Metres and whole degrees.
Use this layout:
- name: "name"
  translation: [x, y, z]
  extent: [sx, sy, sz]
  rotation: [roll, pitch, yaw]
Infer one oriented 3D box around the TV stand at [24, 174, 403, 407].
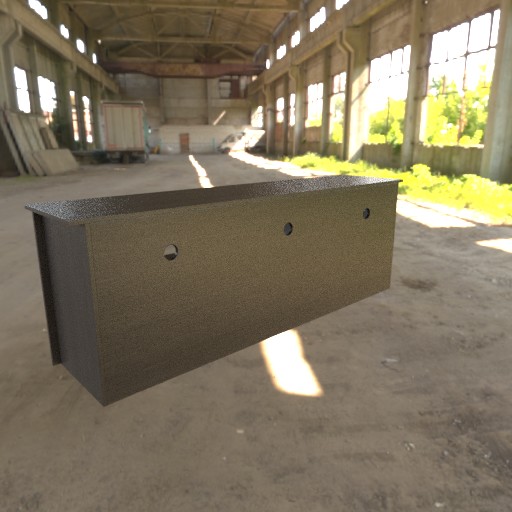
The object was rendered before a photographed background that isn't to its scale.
- name: "TV stand"
  translation: [0.000, 0.000, 2.032]
  extent: [1.778, 0.610, 0.406]
  rotation: [-14, 20, -41]
